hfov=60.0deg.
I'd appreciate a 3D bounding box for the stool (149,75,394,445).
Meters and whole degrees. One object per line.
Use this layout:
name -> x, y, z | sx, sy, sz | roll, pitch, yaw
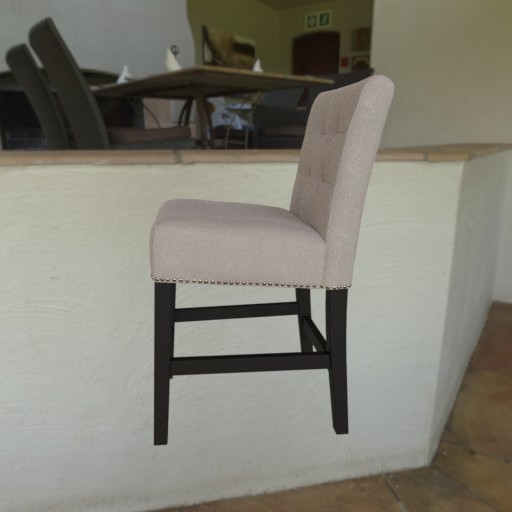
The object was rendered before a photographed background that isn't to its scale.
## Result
stool -> 0.000, 0.000, 1.209 | 0.571, 0.885, 0.427 | -2, 15, -8
